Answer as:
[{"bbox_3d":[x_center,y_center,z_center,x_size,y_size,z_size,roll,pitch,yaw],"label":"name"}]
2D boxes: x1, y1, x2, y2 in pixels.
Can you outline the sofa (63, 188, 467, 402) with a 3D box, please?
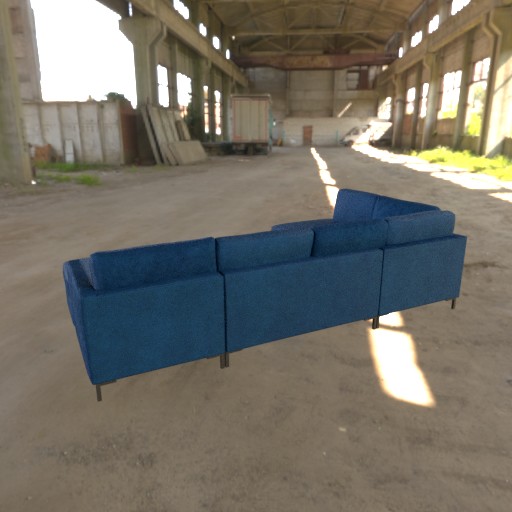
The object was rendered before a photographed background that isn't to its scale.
[{"bbox_3d":[0.000,0.000,4.320,3.434,0.992,2.055,-8,18,-26],"label":"sofa"}]
